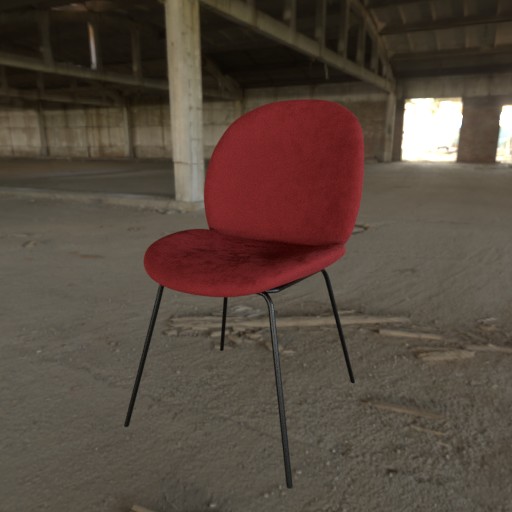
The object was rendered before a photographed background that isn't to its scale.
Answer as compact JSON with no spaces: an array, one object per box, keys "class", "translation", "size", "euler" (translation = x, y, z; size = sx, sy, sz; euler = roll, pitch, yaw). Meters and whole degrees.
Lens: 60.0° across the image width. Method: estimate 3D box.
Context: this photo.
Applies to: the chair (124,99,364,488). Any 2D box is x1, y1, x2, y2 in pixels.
[{"class":"chair","translation":[0.000,0.000,1.126],"size":[0.458,0.791,0.587],"euler":[7,17,26]}]
